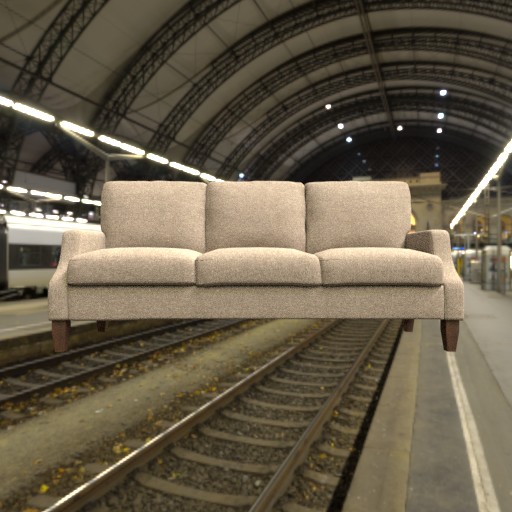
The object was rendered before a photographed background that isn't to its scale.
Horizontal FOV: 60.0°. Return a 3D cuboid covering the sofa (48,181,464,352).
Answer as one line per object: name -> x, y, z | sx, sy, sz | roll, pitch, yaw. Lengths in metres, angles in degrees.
sofa -> 0.000, 0.000, 2.645 | 2.115, 0.984, 0.888 | 0, 0, 0
